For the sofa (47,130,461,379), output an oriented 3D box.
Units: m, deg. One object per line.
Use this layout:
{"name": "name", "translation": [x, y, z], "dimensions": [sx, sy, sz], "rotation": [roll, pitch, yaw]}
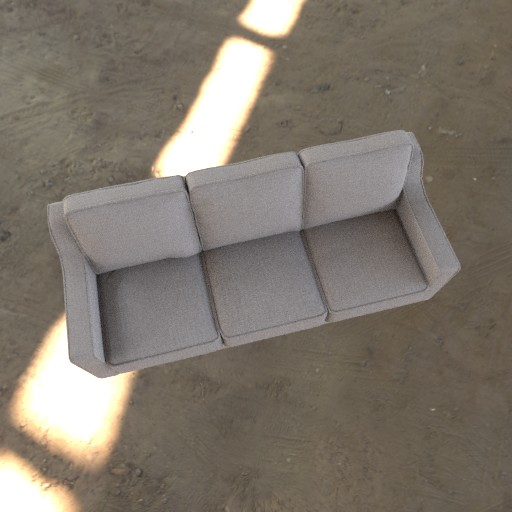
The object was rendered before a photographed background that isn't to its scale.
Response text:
{"name": "sofa", "translation": [0.000, 0.000, 2.603], "dimensions": [2.129, 0.950, 0.899], "rotation": [-13, 65, -6]}
